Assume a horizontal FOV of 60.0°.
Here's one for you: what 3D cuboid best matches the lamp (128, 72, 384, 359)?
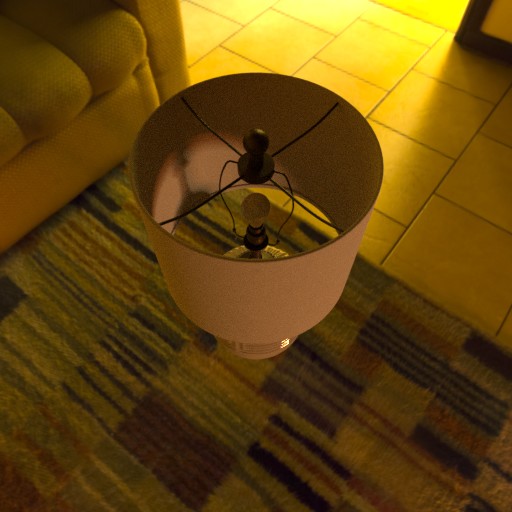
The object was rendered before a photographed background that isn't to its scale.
[{"bbox_3d":[0.000,0.000,0.769,0.318,0.567,0.318,0,59,0],"label":"lamp"}]
